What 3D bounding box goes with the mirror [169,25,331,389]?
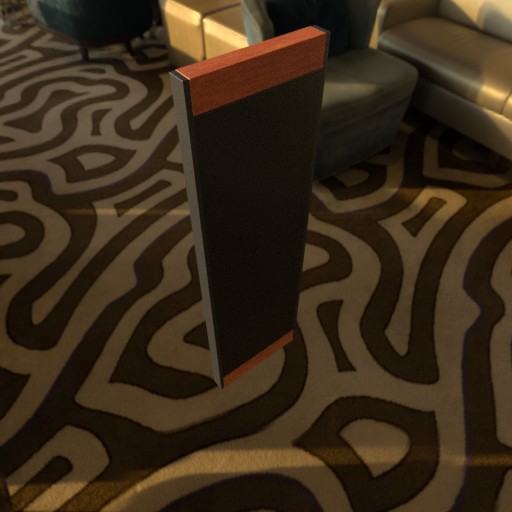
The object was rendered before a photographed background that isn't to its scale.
[{"bbox_3d":[0.000,0.000,1.232,0.343,1.123,0.047,-30,54,-25],"label":"mirror"}]
